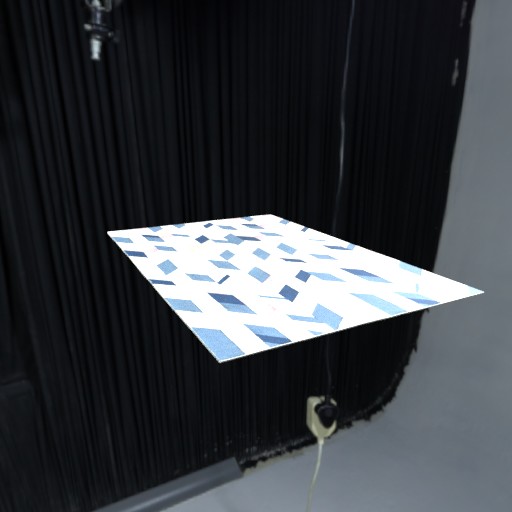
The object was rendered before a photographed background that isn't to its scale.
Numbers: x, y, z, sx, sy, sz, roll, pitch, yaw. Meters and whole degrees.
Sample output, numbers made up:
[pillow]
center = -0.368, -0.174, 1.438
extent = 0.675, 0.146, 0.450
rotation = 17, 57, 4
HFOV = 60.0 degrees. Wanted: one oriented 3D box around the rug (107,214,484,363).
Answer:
[rug]
center = 0.000, 0.000, 2.332
extent = 1.202, 0.006, 1.813
rotation = -9, 19, -26
